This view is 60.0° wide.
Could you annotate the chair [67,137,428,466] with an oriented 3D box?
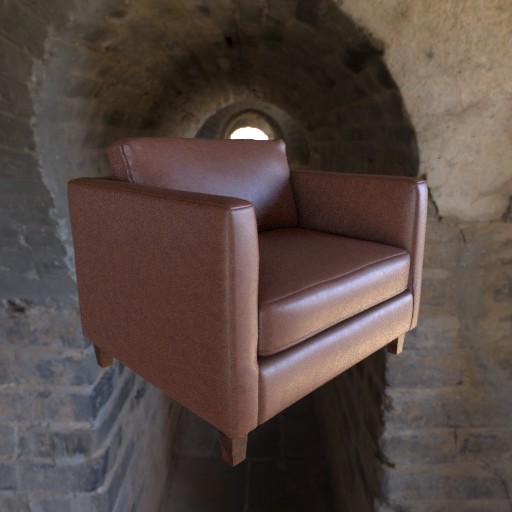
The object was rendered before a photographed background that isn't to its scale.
[{"bbox_3d":[0.000,0.000,1.767,0.959,0.917,1.107,14,21,43],"label":"chair"}]
